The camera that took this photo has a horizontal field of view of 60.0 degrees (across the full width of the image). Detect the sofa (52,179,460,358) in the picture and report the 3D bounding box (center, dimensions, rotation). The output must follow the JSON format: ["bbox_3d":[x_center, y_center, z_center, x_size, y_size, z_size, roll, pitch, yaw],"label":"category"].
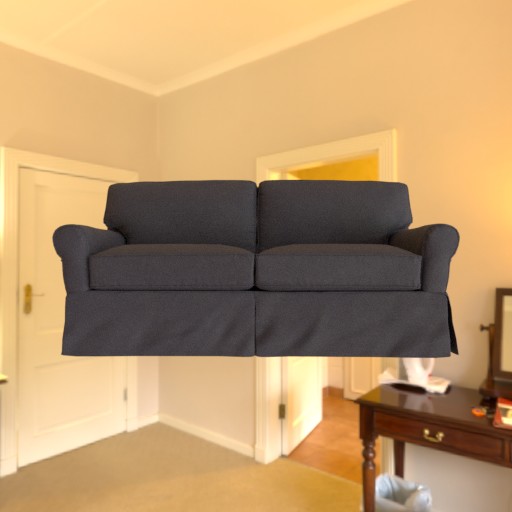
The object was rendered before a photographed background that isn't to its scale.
[{"bbox_3d":[0.000,0.000,2.837,2.256,1.094,0.983,0,-1,1],"label":"sofa"}]
